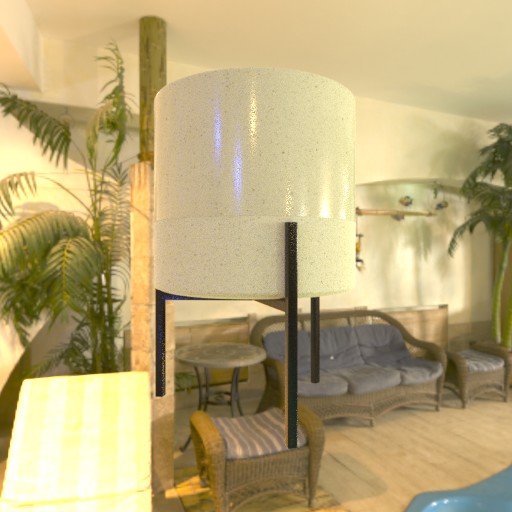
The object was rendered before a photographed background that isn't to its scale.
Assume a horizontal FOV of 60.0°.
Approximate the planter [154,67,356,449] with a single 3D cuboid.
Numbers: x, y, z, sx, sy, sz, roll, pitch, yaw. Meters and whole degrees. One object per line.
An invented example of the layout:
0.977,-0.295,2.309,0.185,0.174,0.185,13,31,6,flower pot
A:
0.000,0.000,0.340,0.152,0.230,0.159,0,0,-16,planter
